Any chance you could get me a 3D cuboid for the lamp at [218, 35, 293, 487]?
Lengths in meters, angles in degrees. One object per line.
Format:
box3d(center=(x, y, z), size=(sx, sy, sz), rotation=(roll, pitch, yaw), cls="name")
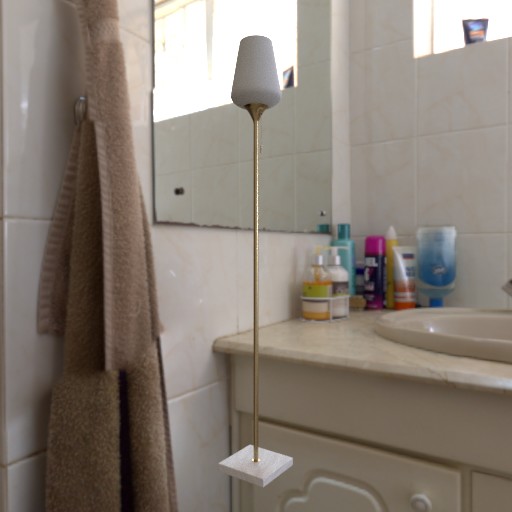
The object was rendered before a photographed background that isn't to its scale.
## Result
box3d(center=(0.000, 0.000, 1.890), size=(0.232, 1.813, 0.229), rotation=(0, 0, 35), cls="lamp")
